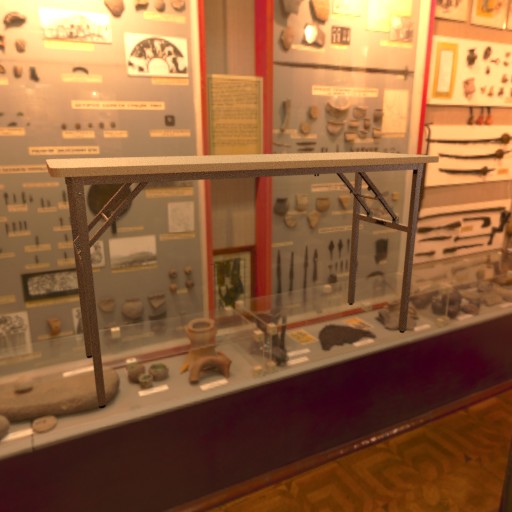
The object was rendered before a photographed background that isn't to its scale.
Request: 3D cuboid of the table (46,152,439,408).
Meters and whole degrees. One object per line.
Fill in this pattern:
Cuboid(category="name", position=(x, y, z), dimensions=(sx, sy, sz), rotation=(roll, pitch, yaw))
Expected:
Cuboid(category="table", position=(0.000, 0.000, 1.727), dimensions=(1.397, 0.750, 0.446), rotation=(-7, 17, -25))
